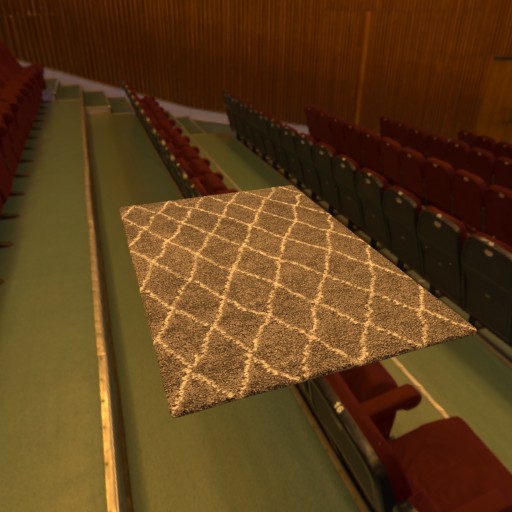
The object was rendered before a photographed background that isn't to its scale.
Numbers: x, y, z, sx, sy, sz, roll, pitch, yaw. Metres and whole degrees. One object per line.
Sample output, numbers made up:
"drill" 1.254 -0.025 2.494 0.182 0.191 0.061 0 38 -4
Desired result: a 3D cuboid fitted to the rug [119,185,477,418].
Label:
"rug" 0.000 0.000 2.299 1.219 0.030 1.778 -10 30 -18
